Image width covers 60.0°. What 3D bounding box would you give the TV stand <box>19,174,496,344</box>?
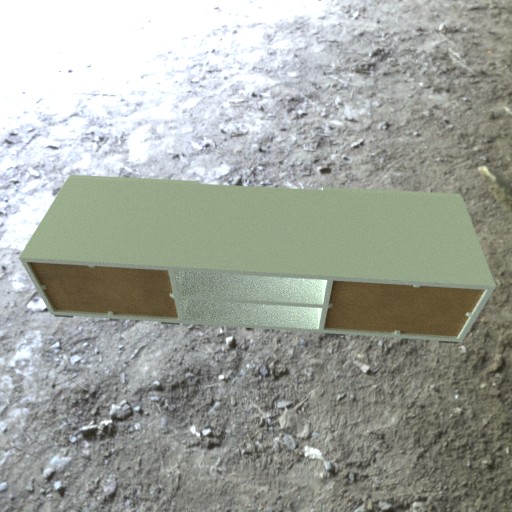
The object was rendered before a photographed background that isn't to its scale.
[{"bbox_3d":[0.000,0.000,1.551,1.400,0.310,0.420,3,47,3],"label":"TV stand"}]
